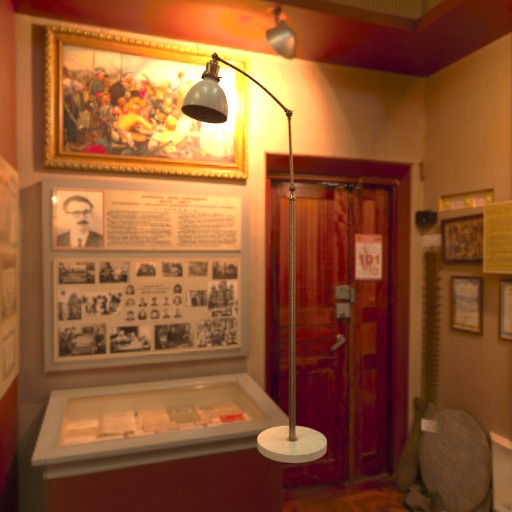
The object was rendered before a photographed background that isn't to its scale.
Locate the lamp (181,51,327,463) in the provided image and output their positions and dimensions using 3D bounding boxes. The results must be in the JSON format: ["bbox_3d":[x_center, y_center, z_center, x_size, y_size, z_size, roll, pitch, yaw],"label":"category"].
[{"bbox_3d":[0.000,0.000,1.788,0.599,1.586,0.288,0,1,-17],"label":"lamp"}]
